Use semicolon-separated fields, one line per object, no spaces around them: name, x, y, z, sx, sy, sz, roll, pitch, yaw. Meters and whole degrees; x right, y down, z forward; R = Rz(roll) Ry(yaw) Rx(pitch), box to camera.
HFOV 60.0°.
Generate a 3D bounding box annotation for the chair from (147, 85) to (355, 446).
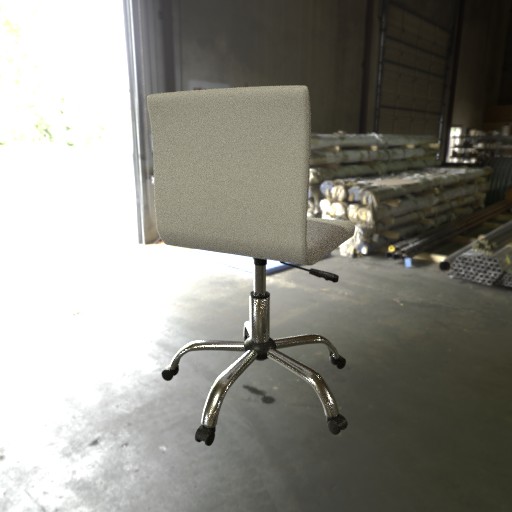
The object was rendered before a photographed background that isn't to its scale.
chair;0.000;0.000;1.136;0.556;0.780;0.530;8;17;28
